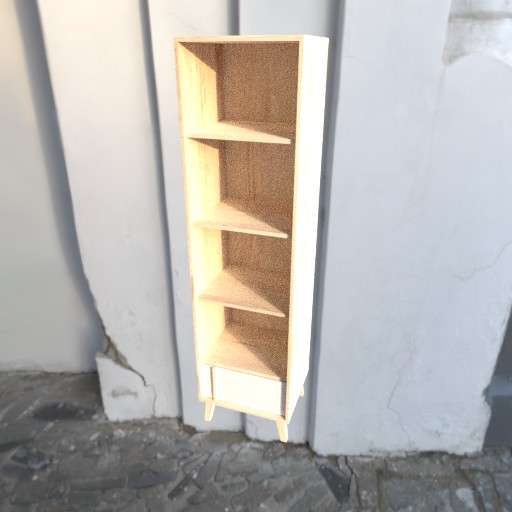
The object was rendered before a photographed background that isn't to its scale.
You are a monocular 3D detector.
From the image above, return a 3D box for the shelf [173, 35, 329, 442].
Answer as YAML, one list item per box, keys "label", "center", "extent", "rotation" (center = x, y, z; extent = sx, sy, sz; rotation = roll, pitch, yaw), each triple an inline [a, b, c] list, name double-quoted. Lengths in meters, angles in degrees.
- label: "shelf"
  center: [0.000, 0.000, 2.214]
  extent: [0.510, 1.960, 0.450]
  rotation: [8, 26, 17]
